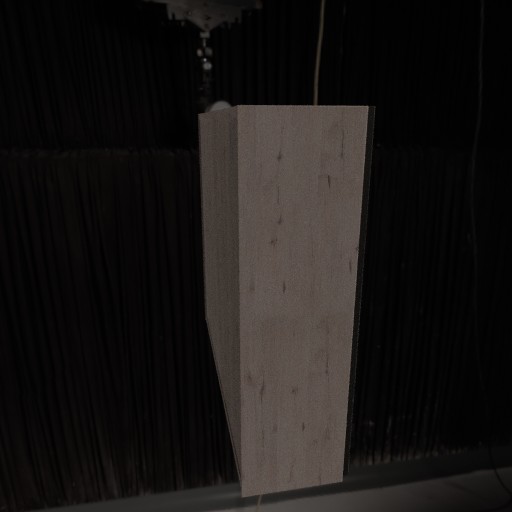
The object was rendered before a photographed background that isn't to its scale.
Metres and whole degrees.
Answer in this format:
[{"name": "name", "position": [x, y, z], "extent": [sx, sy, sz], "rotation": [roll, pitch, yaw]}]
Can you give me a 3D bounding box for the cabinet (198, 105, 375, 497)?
[{"name": "cabinet", "position": [0.000, 0.000, 3.519], "extent": [0.660, 2.180, 2.500], "rotation": [-3, 17, -11]}]
